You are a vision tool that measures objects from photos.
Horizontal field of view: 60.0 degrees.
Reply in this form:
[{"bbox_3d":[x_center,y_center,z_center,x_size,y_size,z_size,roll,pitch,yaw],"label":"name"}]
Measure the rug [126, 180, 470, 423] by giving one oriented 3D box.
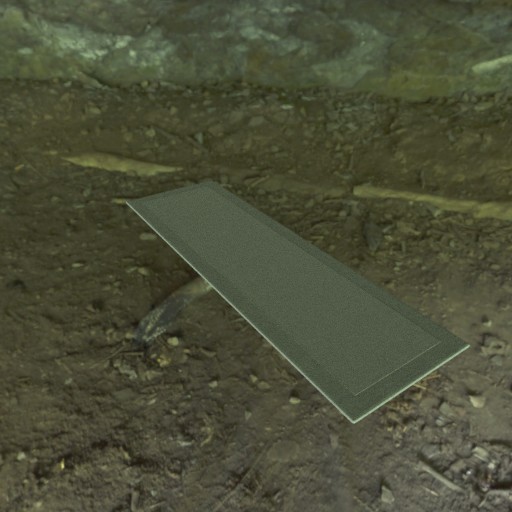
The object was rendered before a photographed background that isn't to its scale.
[{"bbox_3d":[0.000,0.000,2.733,0.759,0.012,2.430,-20,37,-29],"label":"rug"}]
